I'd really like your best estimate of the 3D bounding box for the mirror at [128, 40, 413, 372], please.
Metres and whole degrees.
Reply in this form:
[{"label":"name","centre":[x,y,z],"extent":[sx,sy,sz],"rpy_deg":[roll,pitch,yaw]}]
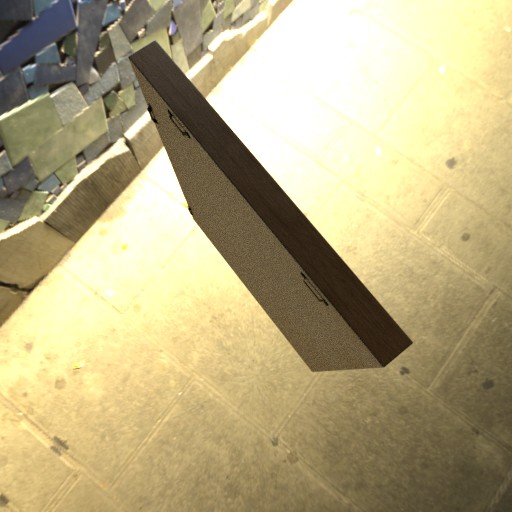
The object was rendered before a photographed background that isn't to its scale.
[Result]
[{"label":"mirror","centre":[0.000,0.000,0.676],"extent":[0.041,0.508,0.405],"rpy_deg":[-37,78,-9]}]
